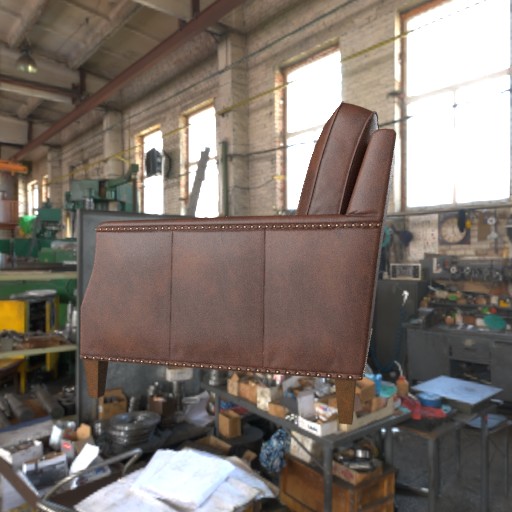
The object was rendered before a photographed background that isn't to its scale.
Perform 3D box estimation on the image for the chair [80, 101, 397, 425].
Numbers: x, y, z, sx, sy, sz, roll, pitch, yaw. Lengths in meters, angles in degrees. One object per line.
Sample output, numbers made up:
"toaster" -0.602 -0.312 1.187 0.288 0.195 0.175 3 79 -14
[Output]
"chair" 0.000 0.000 1.712 1.014 0.929 0.853 0 0 16
